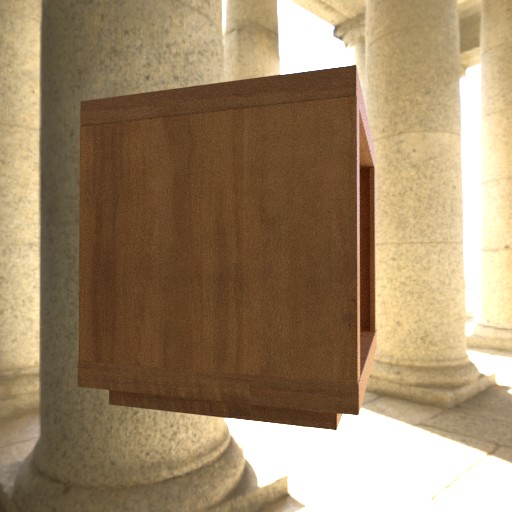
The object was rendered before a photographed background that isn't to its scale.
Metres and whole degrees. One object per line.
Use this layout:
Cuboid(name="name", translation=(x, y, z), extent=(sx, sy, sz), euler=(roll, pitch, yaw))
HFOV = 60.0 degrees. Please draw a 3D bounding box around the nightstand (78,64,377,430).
Cuboid(name="nightstand", translation=(0.000, 0.000, 0.872), extent=(0.436, 0.491, 0.493), euler=(0, -1, 18))
